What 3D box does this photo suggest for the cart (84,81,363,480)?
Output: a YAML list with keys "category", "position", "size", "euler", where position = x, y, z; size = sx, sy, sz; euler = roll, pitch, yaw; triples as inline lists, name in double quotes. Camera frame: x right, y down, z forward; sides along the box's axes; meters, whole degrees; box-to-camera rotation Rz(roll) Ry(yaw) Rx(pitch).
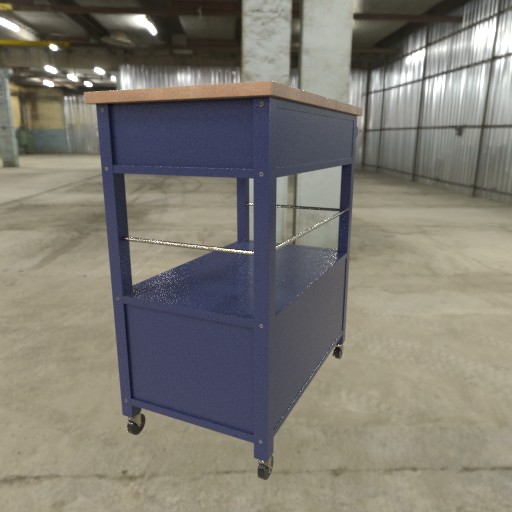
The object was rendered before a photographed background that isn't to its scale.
- category: "cart"
  position: [0.000, 0.000, 1.375]
  size: [0.459, 0.901, 0.840]
  euler: [7, 16, 24]
